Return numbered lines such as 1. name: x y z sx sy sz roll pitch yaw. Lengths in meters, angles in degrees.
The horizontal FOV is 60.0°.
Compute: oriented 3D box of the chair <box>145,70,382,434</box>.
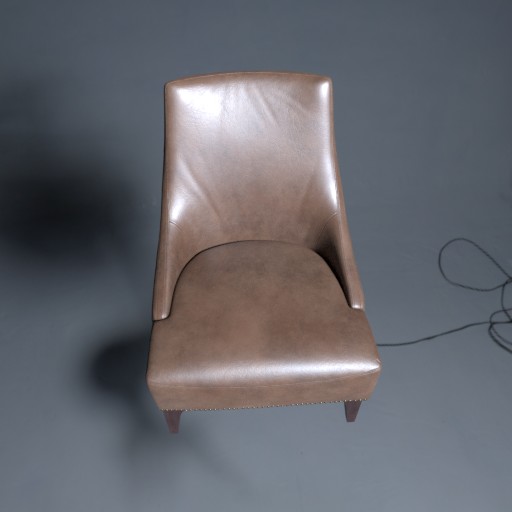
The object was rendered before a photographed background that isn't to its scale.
1. chair: 0.000 0.000 1.495 0.701 0.909 0.861 -3 46 -3
